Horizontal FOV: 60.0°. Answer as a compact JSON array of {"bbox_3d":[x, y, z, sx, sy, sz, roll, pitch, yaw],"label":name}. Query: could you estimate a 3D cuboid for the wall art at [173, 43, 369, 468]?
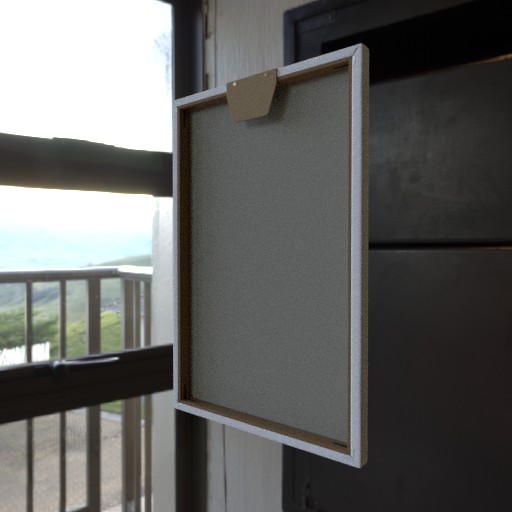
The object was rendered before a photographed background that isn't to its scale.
[{"bbox_3d":[0.000,0.000,1.150,0.602,0.916,0.048,1,1,38],"label":"wall art"}]
